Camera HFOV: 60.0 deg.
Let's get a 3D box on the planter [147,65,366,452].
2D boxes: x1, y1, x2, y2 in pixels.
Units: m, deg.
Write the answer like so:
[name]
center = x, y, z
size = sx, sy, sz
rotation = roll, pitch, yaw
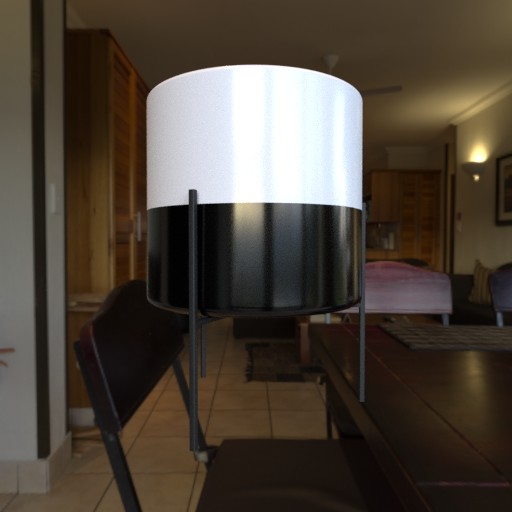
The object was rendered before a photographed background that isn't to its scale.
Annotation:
[planter]
center = 0.000, 0.000, 0.644
size = 0.310, 0.432, 0.310
rotation = -1, 2, -20
